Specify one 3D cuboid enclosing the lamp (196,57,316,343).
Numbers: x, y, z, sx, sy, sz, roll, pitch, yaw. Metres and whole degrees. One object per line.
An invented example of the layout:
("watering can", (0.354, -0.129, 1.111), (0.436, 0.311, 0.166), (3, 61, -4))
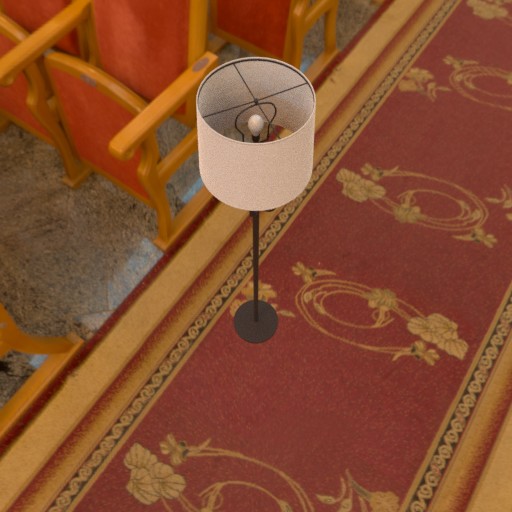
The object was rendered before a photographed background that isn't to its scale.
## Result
("lamp", (0.000, 0.000, 1.584), (0.286, 1.462, 0.286), (32, 67, 15))
